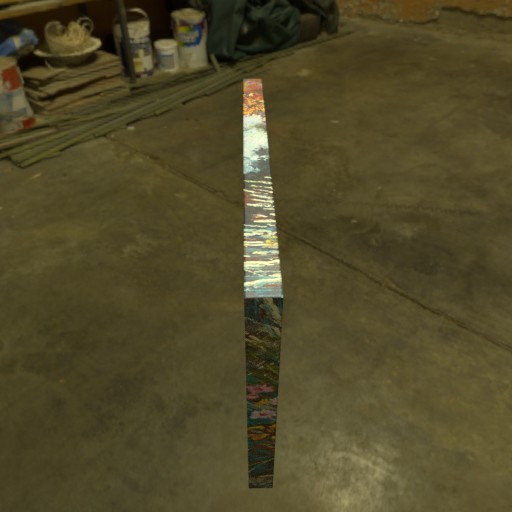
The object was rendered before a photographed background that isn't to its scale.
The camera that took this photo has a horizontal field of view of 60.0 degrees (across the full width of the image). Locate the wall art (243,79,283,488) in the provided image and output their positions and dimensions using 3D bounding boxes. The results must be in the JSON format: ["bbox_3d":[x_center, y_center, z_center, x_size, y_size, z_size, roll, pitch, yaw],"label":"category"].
[{"bbox_3d":[0.000,0.000,0.774,0.037,0.406,0.610,-1,40,-1],"label":"wall art"}]
